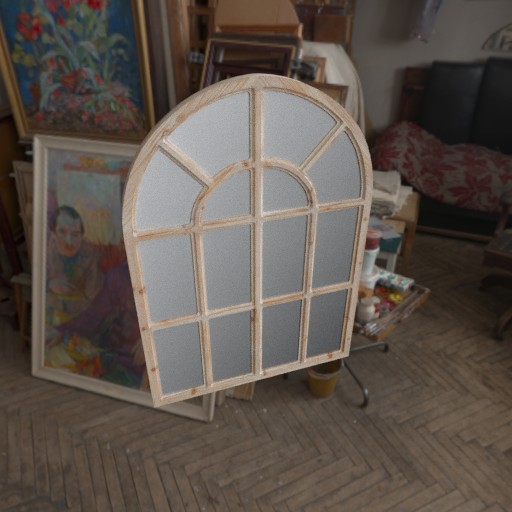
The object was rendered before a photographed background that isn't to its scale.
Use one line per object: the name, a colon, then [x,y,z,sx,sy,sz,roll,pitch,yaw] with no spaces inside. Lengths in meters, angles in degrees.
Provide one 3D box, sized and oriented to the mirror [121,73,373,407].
mirror: [0.000,0.000,1.198,0.660,0.920,0.032,-10,33,-16]
